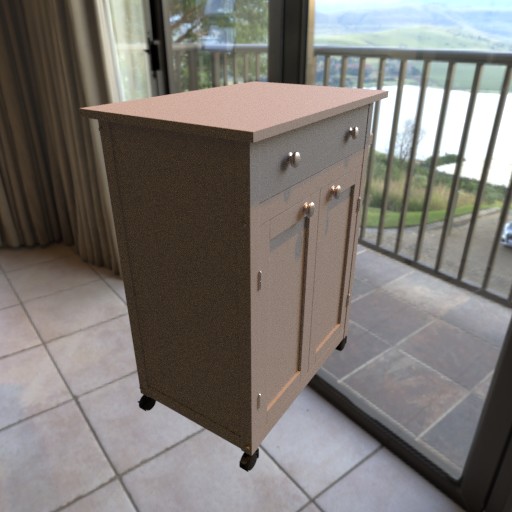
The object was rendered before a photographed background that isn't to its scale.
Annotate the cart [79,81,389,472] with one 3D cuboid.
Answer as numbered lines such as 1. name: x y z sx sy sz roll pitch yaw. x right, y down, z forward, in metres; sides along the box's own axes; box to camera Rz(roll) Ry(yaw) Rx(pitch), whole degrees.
1. cart: 0.000 0.000 1.275 0.442 0.864 0.683 17 31 29
